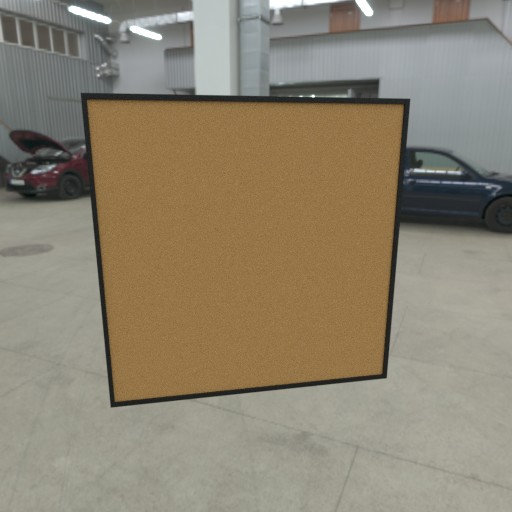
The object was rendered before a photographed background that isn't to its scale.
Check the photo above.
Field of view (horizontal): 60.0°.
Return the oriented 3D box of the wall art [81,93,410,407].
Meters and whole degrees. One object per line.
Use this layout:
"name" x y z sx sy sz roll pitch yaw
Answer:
"wall art" 0.000 0.000 0.672 0.458 0.457 0.013 -3 15 -11
